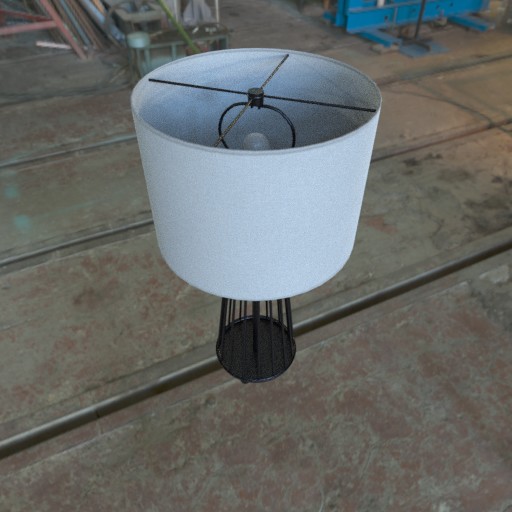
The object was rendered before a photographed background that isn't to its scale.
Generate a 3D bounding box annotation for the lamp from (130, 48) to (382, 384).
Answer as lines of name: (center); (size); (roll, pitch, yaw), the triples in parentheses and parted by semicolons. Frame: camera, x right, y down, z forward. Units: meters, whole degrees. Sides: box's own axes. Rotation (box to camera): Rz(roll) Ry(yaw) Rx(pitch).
lamp: (0.000, 0.000, 0.779); (0.322, 0.593, 0.322); (13, 44, 13)
